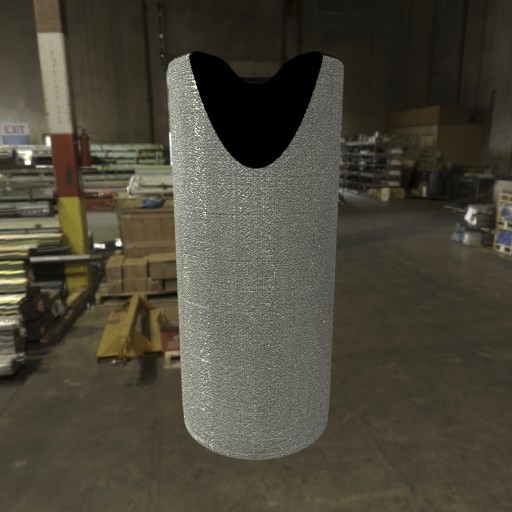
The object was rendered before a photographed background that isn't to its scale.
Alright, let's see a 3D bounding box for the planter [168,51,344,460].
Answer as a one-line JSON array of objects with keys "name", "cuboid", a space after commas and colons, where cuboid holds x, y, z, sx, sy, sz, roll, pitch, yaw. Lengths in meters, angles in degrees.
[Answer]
[{"name": "planter", "cuboid": [0.000, 0.000, 0.128, 0.045, 0.103, 0.045, -2, 14, -9]}]
